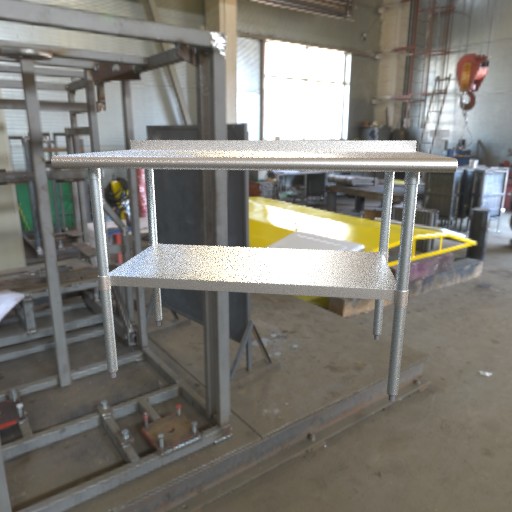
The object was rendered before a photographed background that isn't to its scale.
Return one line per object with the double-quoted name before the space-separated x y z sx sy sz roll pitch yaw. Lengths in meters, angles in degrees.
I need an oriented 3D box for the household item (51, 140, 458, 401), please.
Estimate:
"household item" 0.000 0.000 1.701 1.219 0.851 0.610 2 15 8
